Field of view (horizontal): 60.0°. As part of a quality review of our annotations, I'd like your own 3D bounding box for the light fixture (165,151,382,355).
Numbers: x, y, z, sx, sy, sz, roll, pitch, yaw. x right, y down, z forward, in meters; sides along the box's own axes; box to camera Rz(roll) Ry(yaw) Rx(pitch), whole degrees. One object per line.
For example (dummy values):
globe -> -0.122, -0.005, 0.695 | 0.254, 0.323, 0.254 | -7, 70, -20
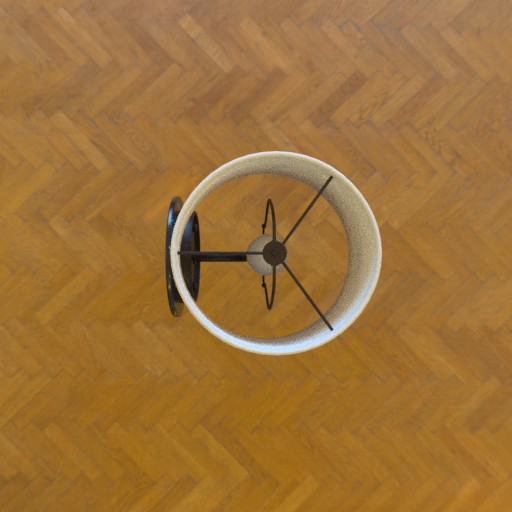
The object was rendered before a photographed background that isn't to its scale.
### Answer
light fixture -> 0.000, 0.000, 0.439 | 0.188, 0.337, 0.168 | 0, 89, -2
